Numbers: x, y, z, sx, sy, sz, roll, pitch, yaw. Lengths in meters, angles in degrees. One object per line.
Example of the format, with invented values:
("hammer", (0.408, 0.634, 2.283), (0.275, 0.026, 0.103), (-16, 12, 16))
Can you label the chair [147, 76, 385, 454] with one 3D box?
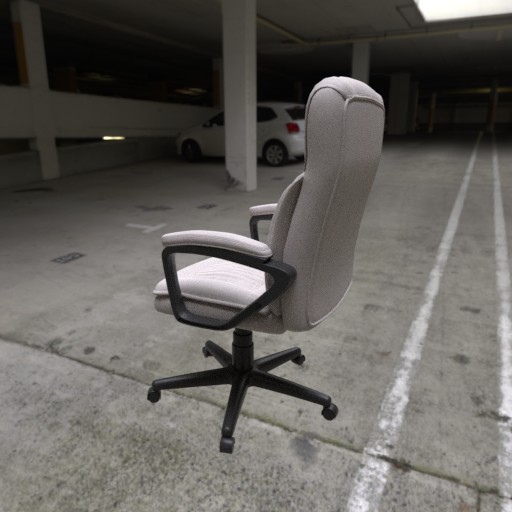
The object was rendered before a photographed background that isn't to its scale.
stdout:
("chair", (0.000, 0.000, 1.525), (0.724, 1.105, 0.667), (7, 17, 25))
